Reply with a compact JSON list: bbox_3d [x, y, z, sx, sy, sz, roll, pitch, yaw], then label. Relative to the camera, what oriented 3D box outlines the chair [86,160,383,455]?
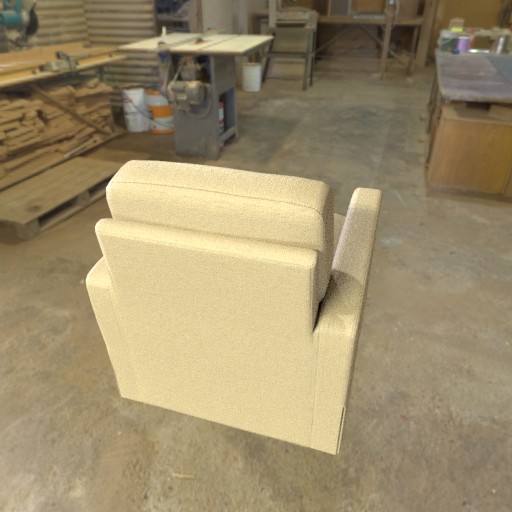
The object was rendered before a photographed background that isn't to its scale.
[{"bbox_3d":[0.000,0.000,1.500,0.755,0.827,0.888,9,32,15],"label":"chair"}]
